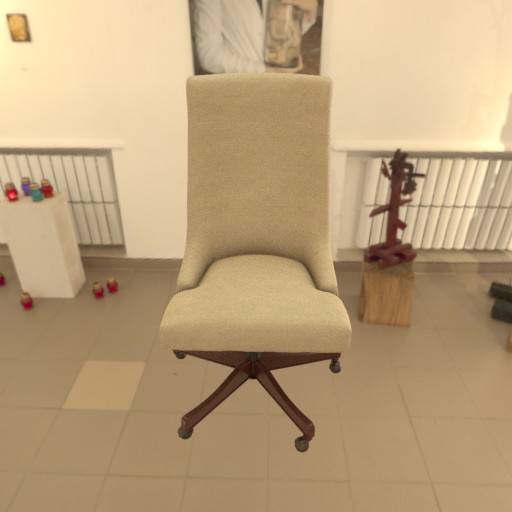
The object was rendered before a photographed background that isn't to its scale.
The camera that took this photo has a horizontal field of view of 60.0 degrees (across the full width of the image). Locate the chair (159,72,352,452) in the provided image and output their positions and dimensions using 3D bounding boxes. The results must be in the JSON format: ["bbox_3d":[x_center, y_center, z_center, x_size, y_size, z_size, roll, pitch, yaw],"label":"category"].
[{"bbox_3d":[0.000,0.000,1.413,0.645,1.010,0.696,1,30,1],"label":"chair"}]
